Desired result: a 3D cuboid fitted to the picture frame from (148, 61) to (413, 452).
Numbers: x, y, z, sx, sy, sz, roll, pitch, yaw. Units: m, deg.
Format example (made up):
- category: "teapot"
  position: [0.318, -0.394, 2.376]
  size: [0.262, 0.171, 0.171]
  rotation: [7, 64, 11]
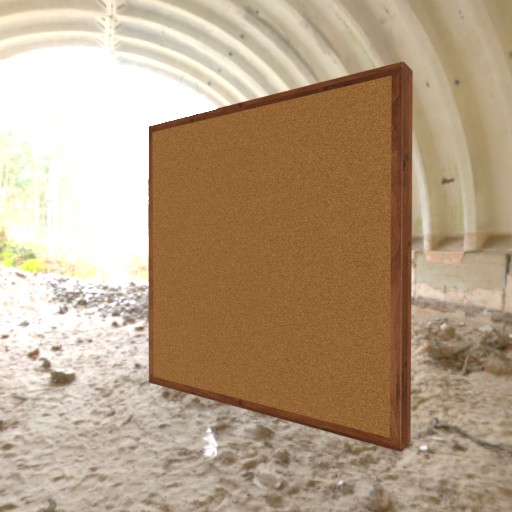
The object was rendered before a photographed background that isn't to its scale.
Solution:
- category: "picture frame"
  position: [0.000, 0.000, 0.518]
  size: [0.352, 0.356, 0.028]
  rotation: [1, 1, 37]
